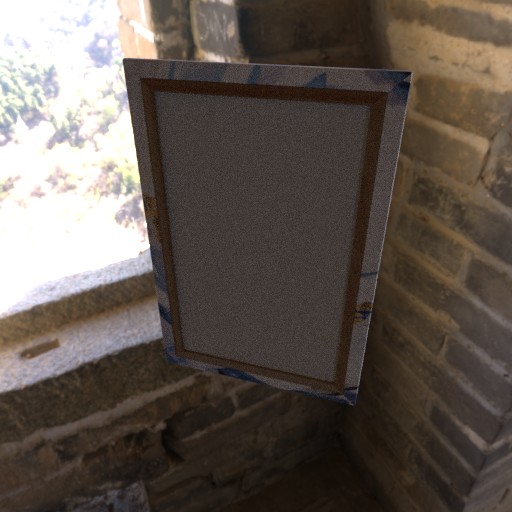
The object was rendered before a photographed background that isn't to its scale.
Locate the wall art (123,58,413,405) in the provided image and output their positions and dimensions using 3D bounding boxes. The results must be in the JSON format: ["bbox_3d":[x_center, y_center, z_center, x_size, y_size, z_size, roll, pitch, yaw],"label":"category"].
[{"bbox_3d":[0.000,0.000,1.138,0.610,0.914,0.016,9,33,14],"label":"wall art"}]
